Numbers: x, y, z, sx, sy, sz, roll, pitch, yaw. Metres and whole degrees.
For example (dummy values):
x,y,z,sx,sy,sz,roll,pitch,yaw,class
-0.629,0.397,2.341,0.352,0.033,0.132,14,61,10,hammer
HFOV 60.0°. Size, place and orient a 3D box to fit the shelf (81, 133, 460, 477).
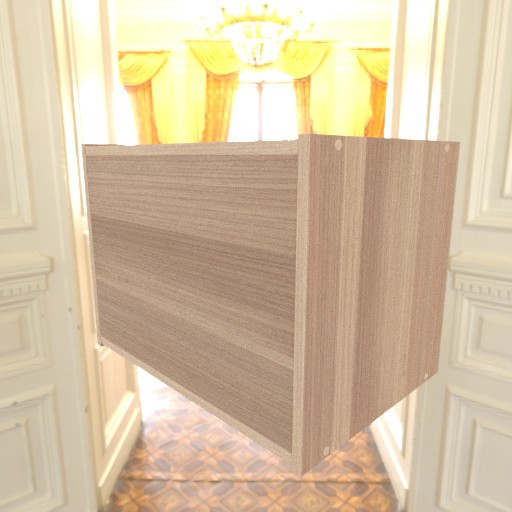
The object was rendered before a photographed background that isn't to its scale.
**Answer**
x,y,z,sx,sy,sz,roll,pitch,yaw,class
0.000,0.000,0.617,0.290,0.305,0.415,-12,17,-43,shelf
